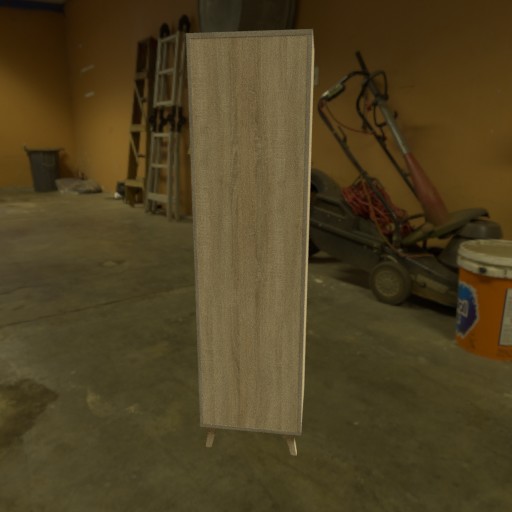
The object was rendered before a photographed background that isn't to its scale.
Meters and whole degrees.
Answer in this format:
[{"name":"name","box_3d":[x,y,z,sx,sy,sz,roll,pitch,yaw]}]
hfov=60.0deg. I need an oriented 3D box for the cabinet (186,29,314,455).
[{"name":"cabinet","box_3d":[0.000,0.000,2.223,0.510,1.960,0.450,2,15,8]}]
